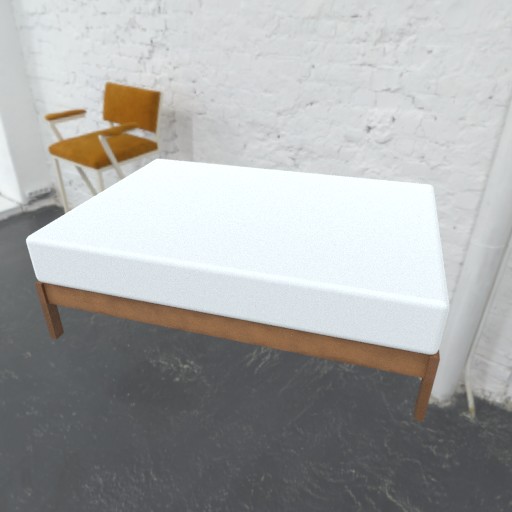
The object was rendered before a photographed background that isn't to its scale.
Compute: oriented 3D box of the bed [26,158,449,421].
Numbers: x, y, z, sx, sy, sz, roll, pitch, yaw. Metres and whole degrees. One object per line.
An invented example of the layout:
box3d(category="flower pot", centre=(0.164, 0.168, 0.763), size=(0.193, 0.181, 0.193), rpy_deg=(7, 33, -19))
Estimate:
box3d(category="bed", centre=(0.000, 0.000, 2.583), size=(1.927, 0.616, 1.348), rpy_deg=(8, 30, 15))
